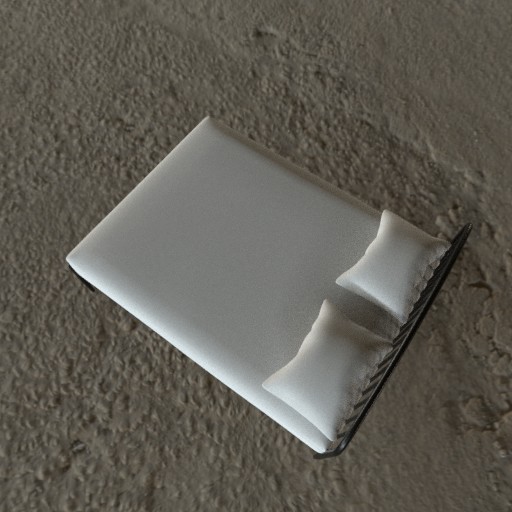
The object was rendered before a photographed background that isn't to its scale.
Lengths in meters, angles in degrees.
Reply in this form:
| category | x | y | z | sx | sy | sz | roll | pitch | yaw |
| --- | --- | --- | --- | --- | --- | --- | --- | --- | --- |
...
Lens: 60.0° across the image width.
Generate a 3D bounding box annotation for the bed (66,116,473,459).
| category | x | y | z | sx | sy | sz | roll | pitch | yaw |
| --- | --- | --- | --- | --- | --- | --- | --- | --- | --- |
| bed | 0.000 | 0.000 | 3.076 | 2.159 | 1.166 | 1.618 | 33 | 68 | 15 |
